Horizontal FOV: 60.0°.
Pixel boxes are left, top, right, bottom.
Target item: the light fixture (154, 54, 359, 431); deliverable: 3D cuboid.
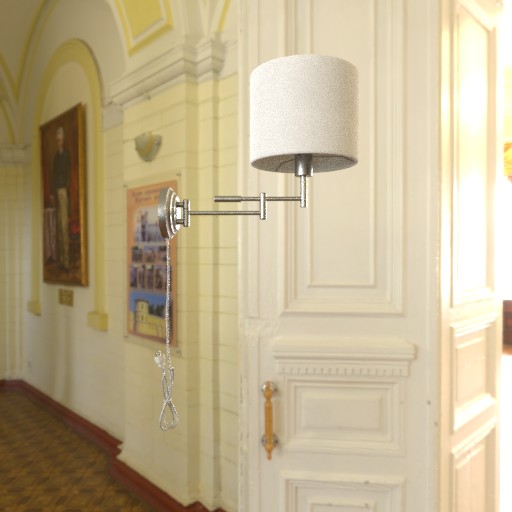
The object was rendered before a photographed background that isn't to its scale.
[{"bbox_3d":[0.000,0.000,1.053,0.479,0.842,0.253,0,1,1],"label":"light fixture"}]
